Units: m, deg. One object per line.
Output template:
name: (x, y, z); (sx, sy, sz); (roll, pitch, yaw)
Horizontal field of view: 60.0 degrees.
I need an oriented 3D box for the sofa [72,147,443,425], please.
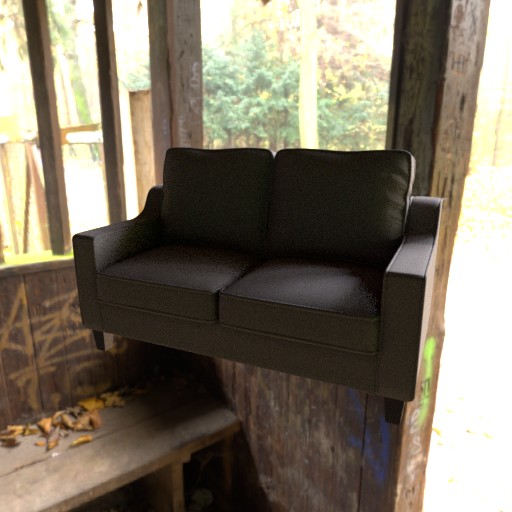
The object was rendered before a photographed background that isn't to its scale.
sofa: (0.000, 0.000, 2.020); (1.500, 0.948, 0.791); (7, 17, 24)
